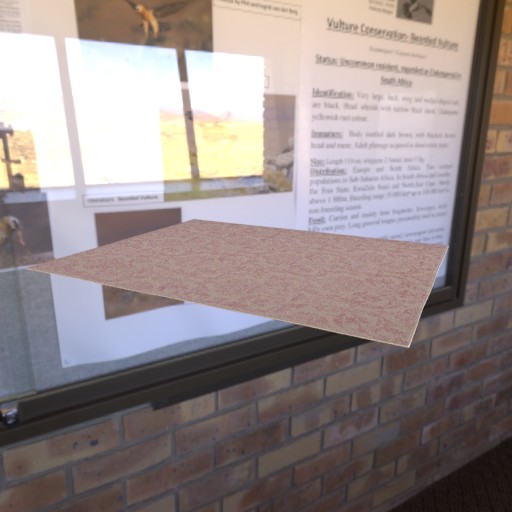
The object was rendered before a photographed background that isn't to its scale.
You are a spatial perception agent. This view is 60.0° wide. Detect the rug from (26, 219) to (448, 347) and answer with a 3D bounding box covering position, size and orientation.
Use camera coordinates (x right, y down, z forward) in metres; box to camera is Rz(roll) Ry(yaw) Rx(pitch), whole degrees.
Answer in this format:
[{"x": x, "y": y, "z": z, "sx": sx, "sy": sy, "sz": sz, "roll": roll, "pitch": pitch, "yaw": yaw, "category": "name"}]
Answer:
[{"x": 0.000, "y": 0.000, "z": 3.938, "sx": 2.980, "sy": 0.012, "sz": 2.363, "roll": 8, "pitch": 17, "yaw": 26, "category": "rug"}]
